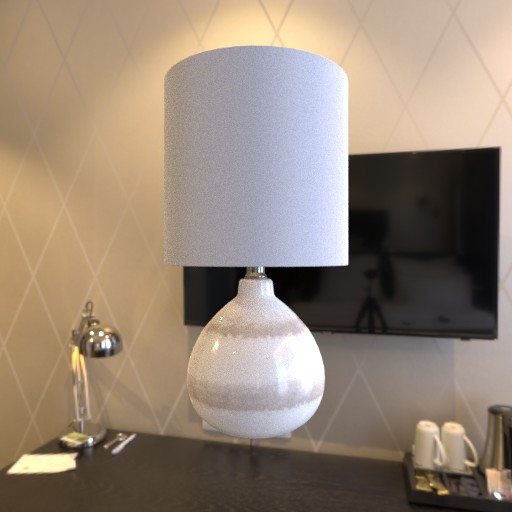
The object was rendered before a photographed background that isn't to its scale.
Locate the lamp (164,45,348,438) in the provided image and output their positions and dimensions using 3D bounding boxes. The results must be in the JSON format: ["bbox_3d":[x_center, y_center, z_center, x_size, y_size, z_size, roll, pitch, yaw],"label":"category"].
[{"bbox_3d":[0.000,0.000,0.532,0.217,0.404,0.217,0,0,-16],"label":"lamp"}]
